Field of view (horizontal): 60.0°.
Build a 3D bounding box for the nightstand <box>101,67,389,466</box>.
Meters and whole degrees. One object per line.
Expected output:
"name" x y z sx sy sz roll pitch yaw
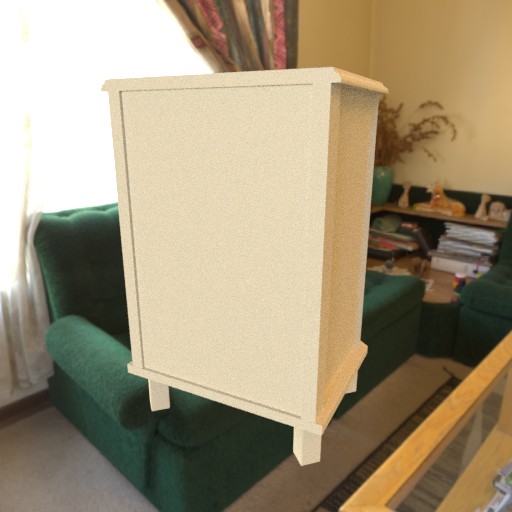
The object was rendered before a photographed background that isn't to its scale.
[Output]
"nightstand" 0.000 0.000 0.929 0.435 0.681 0.351 9 19 26
